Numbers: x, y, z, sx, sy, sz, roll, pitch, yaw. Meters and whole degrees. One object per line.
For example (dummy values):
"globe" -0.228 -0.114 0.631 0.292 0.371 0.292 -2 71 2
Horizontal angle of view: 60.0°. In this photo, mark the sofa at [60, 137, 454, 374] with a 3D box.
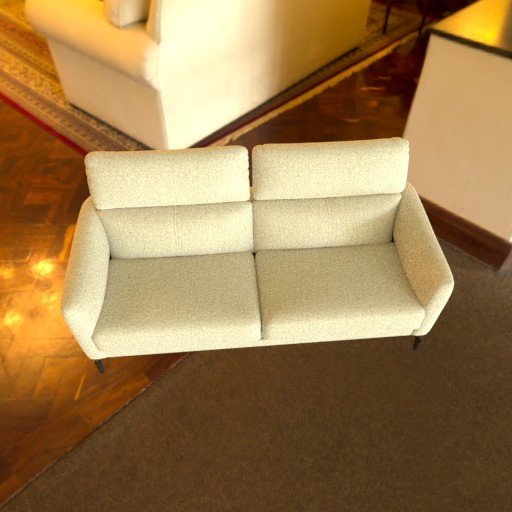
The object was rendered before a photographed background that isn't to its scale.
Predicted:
"sofa" 0.000 0.000 2.510 2.015 0.956 0.856 -4 48 -3
